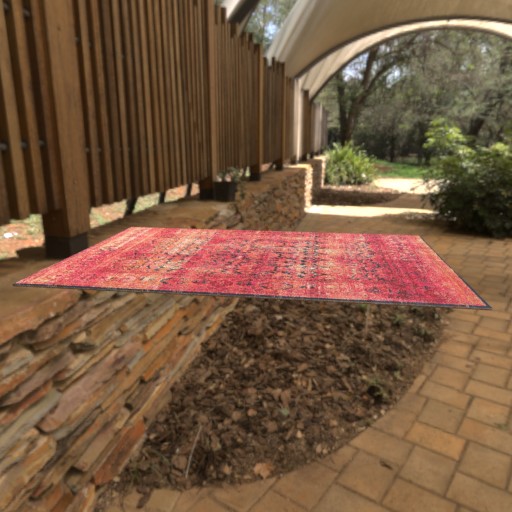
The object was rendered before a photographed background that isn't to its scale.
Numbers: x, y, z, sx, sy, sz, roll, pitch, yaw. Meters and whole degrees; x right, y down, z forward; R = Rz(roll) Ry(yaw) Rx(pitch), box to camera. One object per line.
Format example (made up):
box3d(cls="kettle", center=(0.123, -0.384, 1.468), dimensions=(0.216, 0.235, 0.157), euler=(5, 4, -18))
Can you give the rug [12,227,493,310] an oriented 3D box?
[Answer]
box3d(cls="rug", center=(0.000, 0.000, 2.964), dimensions=(2.449, 0.018, 1.539), euler=(2, 16, 8))
